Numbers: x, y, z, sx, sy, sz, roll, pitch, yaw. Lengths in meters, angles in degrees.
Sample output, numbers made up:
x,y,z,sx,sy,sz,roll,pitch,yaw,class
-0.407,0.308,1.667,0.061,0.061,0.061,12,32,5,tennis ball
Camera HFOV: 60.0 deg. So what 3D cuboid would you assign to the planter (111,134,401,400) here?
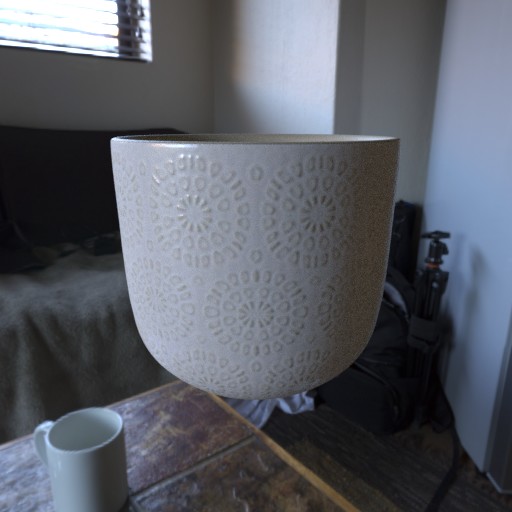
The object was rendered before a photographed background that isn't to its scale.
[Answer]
x,y,z,sx,sy,sz,roll,pitch,yaw,class
0.000,0.000,0.292,0.170,0.152,0.170,0,17,0,planter
